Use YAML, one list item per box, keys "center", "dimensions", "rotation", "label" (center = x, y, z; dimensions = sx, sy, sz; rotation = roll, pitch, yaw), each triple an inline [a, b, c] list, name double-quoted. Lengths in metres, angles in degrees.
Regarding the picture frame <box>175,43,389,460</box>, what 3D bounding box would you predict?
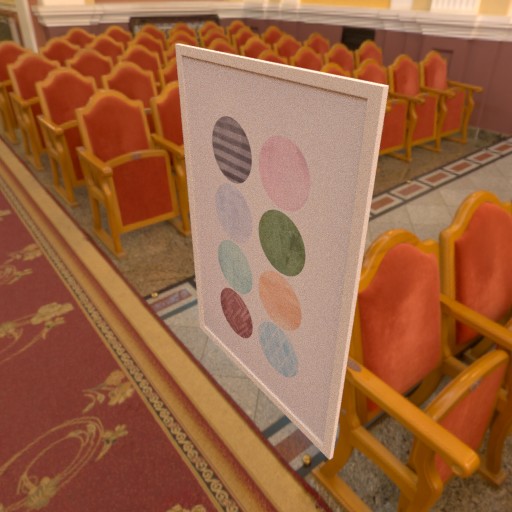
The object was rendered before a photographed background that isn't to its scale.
- center: [0.000, 0.000, 1.149]
  dimensions: [0.013, 0.940, 0.659]
  rotation: [-22, 38, -31]
  label: "picture frame"
